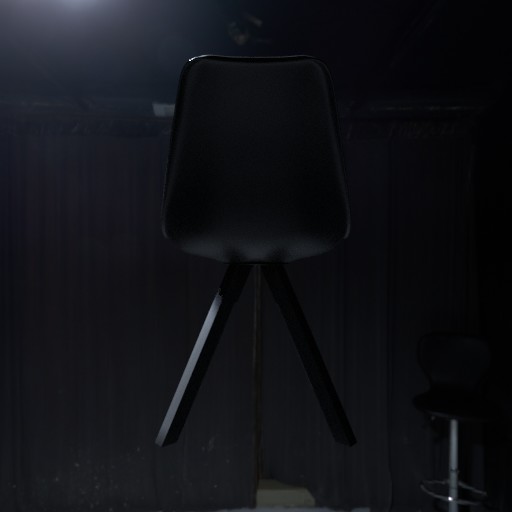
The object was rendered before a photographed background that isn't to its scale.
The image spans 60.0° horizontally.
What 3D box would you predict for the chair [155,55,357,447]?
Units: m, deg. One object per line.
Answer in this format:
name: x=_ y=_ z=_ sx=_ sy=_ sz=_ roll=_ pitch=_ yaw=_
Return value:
chair: x=0.000 y=0.000 z=1.182 sx=0.485 sy=0.850 sz=0.530 roll=0 pitch=0 yaw=0
